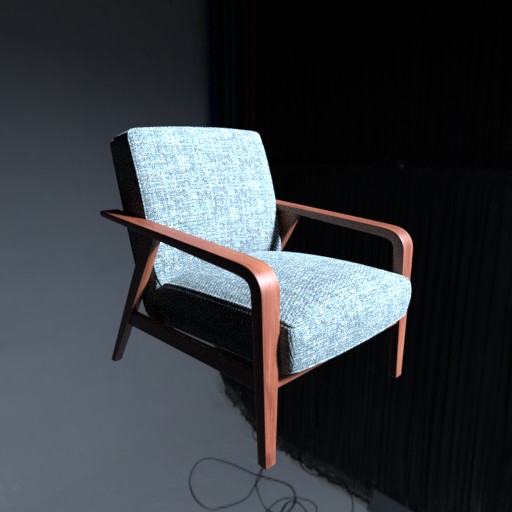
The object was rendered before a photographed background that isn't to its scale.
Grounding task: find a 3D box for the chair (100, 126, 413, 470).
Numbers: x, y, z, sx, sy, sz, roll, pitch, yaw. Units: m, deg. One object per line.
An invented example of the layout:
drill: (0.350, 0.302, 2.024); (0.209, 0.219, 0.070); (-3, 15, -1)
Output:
chair: (0.000, 0.000, 1.519); (0.719, 0.864, 0.889); (-13, 19, -43)
